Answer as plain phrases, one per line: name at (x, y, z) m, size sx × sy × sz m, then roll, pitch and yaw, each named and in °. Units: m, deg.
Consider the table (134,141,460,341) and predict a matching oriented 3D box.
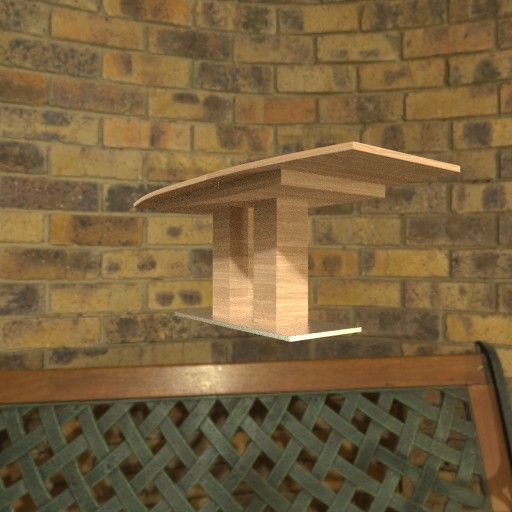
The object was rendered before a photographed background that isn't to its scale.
table at (0.000, 0.000, 2.503) m, size 0.900 × 0.750 × 2.032 m, roll 0°, pitch -1°, yaw -36°
